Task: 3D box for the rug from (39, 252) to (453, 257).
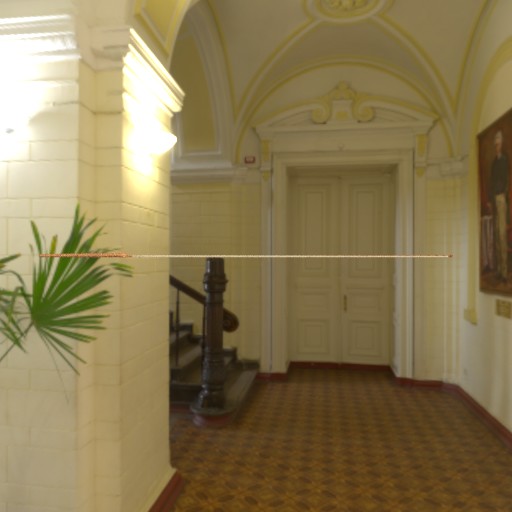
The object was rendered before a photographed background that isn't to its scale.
[{"bbox_3d":[0.000,0.000,2.559,2.092,0.017,1.232,0,0,-37],"label":"rug"}]
